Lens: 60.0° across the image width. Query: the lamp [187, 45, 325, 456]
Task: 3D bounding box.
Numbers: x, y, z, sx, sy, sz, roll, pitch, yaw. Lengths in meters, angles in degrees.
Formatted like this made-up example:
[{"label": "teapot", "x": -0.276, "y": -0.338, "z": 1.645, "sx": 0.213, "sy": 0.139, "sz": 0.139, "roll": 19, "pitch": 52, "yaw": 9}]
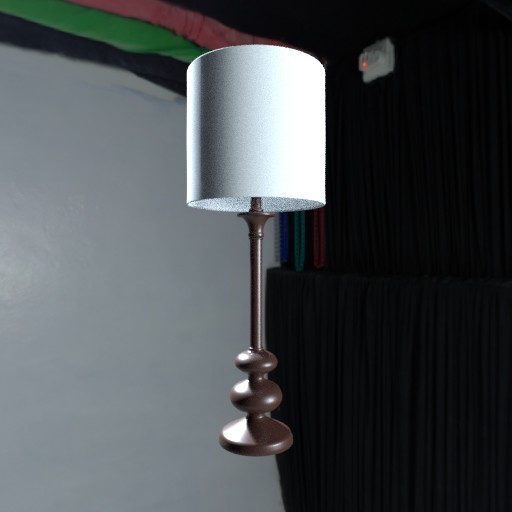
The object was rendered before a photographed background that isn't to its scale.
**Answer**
[{"label": "lamp", "x": 0.000, "y": 0.000, "z": 0.825, "sx": 0.254, "sy": 0.690, "sz": 0.254, "roll": 0, "pitch": 0, "yaw": -36}]
